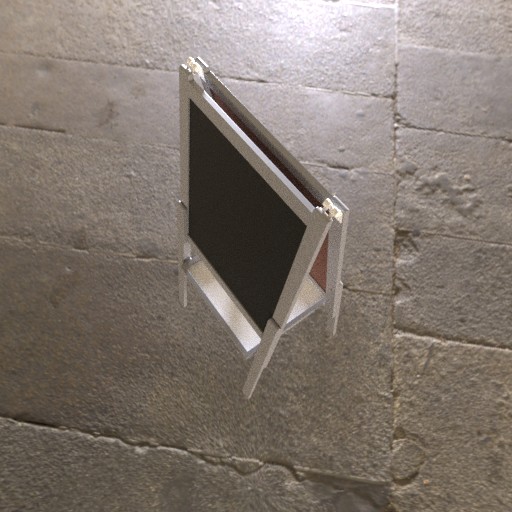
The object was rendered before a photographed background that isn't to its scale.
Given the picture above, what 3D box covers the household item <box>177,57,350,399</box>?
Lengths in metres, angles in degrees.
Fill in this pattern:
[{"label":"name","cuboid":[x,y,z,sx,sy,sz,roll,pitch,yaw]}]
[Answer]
[{"label":"household item","cuboid":[0.000,0.000,1.448,0.469,1.172,0.531,-33,67,-16]}]
